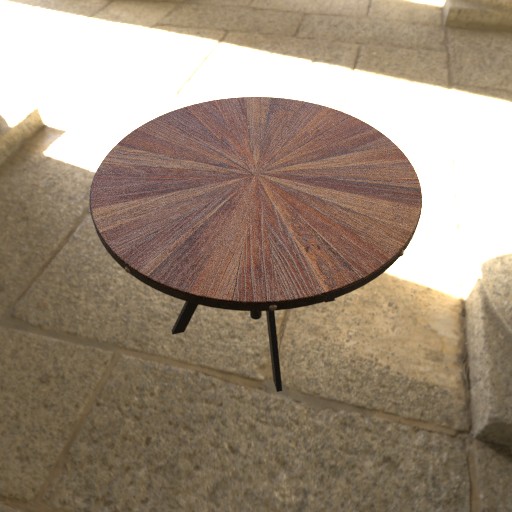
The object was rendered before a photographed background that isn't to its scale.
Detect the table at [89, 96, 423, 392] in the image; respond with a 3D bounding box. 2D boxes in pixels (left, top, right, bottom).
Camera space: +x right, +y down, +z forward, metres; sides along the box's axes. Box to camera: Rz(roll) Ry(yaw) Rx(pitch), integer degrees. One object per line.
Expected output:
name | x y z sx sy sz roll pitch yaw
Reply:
table | 0.000 0.000 1.452 0.885 0.658 0.885 0 47 0
